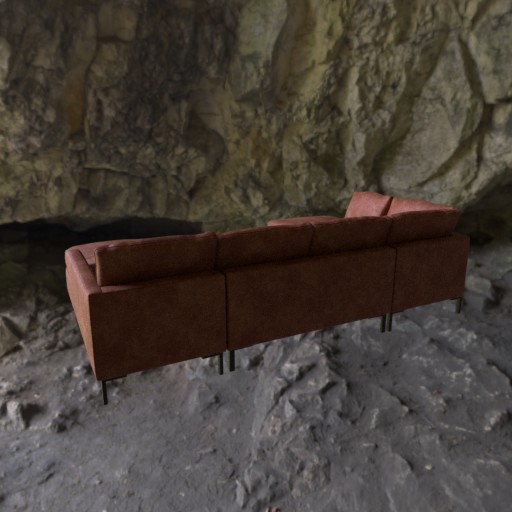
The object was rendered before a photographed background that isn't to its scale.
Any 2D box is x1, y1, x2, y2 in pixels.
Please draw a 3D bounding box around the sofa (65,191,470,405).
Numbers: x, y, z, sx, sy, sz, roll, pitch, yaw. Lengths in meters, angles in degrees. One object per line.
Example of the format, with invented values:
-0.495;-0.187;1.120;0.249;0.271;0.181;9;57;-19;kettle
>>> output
0.000;0.000;3.775;2.956;0.900;1.939;-8;17;-26;sofa
